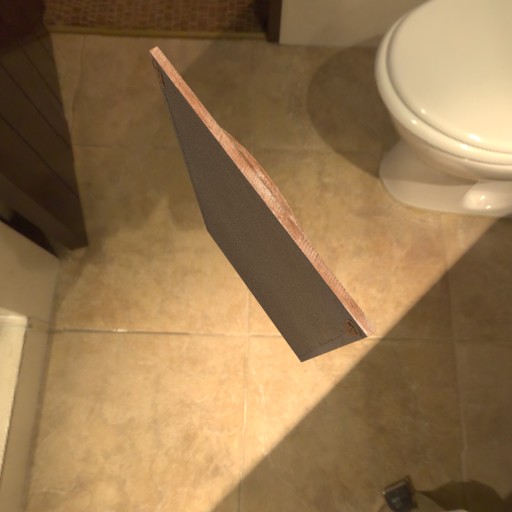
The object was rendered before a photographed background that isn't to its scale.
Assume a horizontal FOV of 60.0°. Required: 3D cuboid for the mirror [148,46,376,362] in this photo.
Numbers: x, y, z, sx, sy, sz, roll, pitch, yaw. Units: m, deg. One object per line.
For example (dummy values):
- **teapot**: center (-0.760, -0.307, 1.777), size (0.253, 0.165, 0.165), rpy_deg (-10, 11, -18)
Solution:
- **mirror**: center (0.000, 0.000, 0.959), size (0.058, 0.787, 0.495), rpy_deg (-34, 77, -9)
